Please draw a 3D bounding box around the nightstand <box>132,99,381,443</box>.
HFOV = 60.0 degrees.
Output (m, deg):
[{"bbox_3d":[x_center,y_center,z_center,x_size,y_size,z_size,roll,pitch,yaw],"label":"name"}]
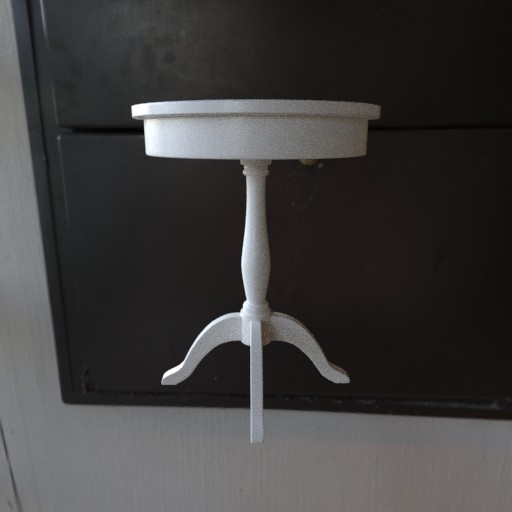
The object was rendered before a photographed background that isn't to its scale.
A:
[{"bbox_3d":[0.000,0.000,1.030,0.513,0.653,0.513,2,16,8],"label":"nightstand"}]
